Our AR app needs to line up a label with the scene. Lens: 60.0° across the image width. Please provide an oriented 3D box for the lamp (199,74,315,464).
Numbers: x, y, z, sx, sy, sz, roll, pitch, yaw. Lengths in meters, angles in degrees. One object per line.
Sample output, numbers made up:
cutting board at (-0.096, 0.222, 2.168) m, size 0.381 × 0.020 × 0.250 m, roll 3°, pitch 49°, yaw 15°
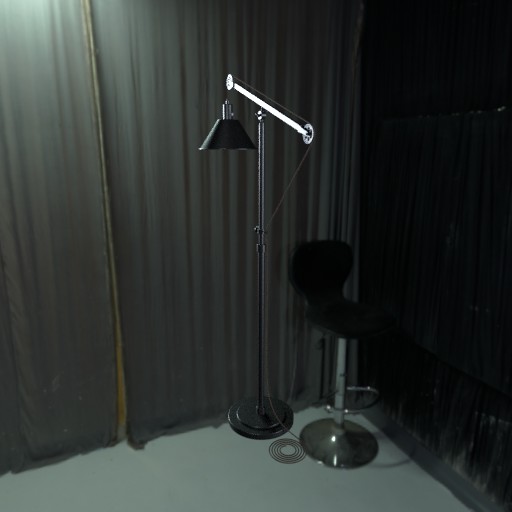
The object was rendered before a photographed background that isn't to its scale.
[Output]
lamp at (0.000, 0.000, 2.027) m, size 0.319 × 1.626 × 0.904 m, roll -7°, pitch 16°, yaw -25°
